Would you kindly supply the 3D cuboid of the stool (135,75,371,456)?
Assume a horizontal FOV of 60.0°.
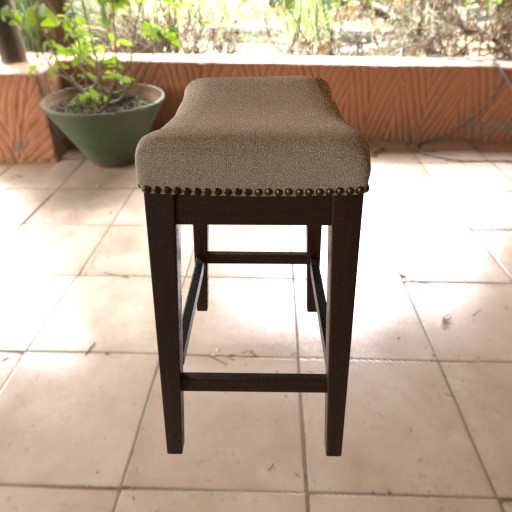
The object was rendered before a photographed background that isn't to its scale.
[{"bbox_3d":[0.000,0.000,0.967,0.363,0.669,0.509,0,31,1],"label":"stool"}]
